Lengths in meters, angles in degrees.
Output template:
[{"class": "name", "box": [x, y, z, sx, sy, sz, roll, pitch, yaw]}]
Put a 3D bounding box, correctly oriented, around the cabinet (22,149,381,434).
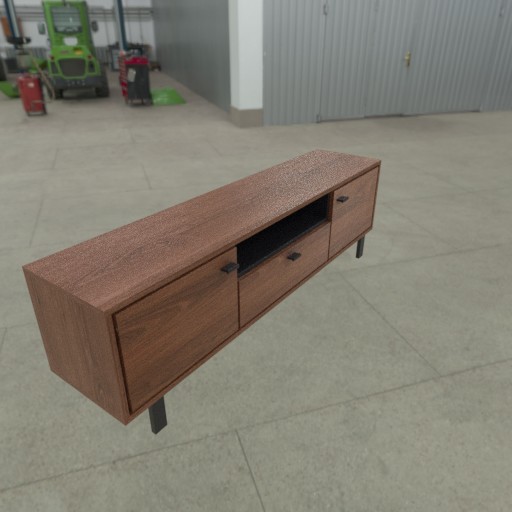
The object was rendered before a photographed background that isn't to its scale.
[{"class": "cabinet", "box": [0.000, 0.000, 1.832, 0.400, 0.500, 1.650, 19, 33, 32]}]
